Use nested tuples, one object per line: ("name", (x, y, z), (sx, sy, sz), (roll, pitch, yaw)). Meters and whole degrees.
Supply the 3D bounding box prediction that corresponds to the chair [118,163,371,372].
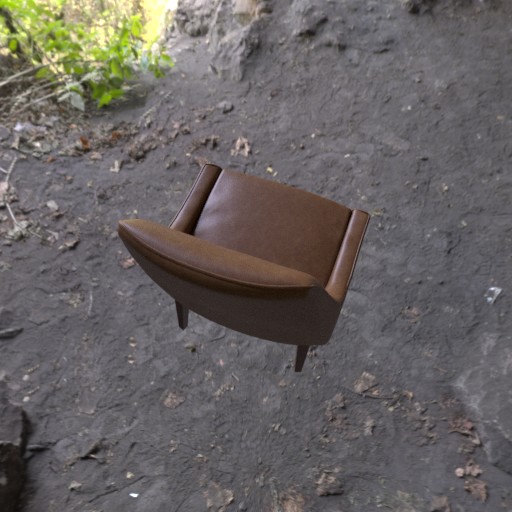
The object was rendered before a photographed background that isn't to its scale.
("chair", (0.000, 0.000, 1.213), (0.529, 0.861, 0.544), (19, 65, 9))
